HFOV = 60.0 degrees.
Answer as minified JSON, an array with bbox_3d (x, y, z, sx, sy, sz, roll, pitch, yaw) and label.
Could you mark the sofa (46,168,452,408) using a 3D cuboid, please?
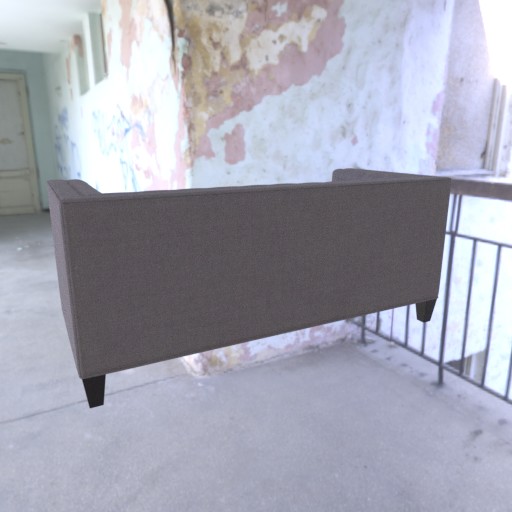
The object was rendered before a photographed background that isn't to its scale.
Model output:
[{"bbox_3d":[0.000,0.000,2.199,1.778,0.762,0.775,-8,17,-26],"label":"sofa"}]
